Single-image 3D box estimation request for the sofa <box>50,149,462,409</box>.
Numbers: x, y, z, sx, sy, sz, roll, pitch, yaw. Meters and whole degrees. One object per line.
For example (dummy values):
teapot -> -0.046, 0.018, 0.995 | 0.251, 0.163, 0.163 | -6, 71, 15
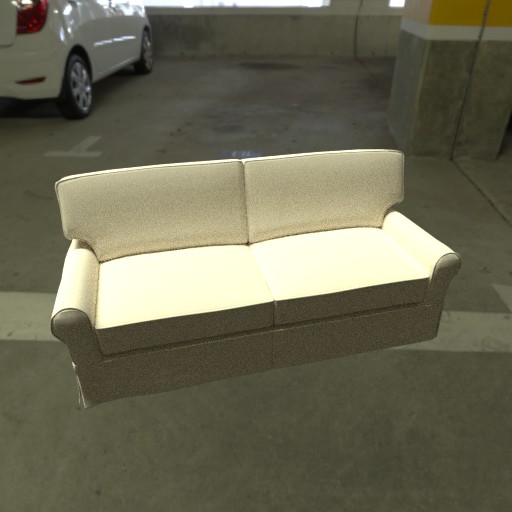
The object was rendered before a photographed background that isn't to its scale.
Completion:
sofa -> 0.000, 0.000, 2.440 | 2.021, 0.937, 0.862 | -8, 32, -12
